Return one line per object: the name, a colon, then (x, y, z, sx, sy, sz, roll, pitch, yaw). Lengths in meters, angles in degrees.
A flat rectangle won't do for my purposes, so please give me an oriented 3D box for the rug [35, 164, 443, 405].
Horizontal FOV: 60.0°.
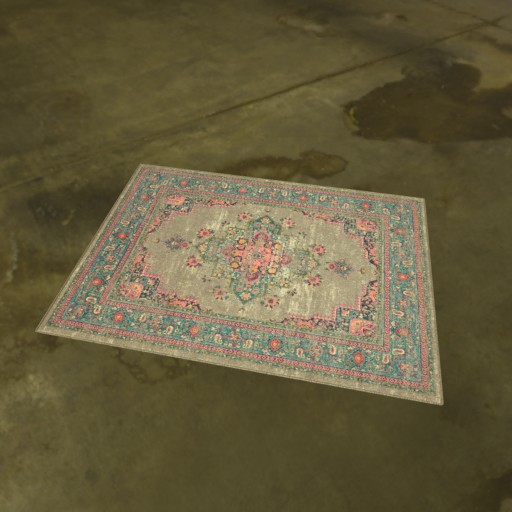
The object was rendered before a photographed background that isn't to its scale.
rug: (0.000, 0.000, 2.870, 2.214, 0.013, 1.609, 8, 48, 8)
